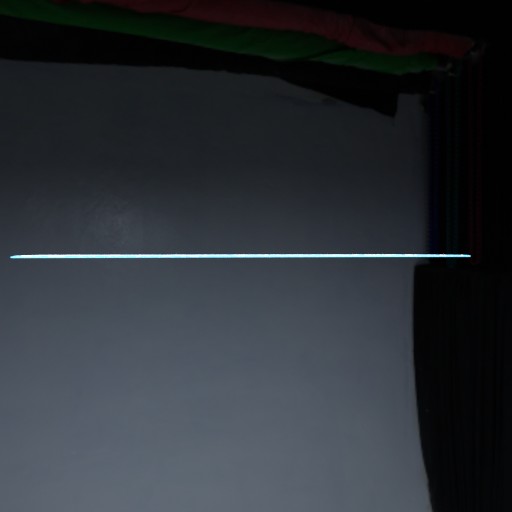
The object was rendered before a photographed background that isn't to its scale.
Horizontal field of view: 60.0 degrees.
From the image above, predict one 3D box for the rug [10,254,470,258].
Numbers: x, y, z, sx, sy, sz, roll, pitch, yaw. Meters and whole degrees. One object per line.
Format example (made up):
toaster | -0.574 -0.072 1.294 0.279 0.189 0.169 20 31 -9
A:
rug | 0.000 0.000 2.352 2.196 0.011 0.662 0 0 -17
